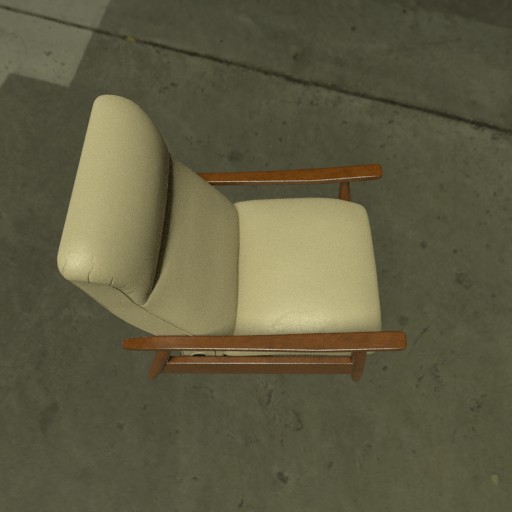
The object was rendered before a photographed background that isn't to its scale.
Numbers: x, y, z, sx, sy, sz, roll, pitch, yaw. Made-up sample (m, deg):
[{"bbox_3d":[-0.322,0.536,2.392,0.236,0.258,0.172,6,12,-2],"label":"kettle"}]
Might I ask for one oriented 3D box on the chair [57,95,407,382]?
[{"bbox_3d":[0.000,0.000,1.711,1.014,1.082,0.762,1,63,0],"label":"chair"}]
